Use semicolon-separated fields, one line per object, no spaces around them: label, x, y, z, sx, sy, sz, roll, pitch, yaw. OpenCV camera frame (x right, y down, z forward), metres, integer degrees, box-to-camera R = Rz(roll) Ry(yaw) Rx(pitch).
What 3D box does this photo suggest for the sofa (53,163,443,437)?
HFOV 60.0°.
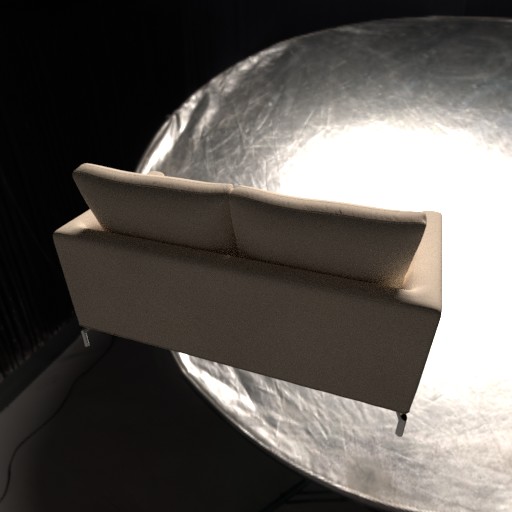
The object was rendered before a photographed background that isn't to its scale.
sofa;0.000;0.000;2.289;1.739;0.995;0.906;11;33;17
